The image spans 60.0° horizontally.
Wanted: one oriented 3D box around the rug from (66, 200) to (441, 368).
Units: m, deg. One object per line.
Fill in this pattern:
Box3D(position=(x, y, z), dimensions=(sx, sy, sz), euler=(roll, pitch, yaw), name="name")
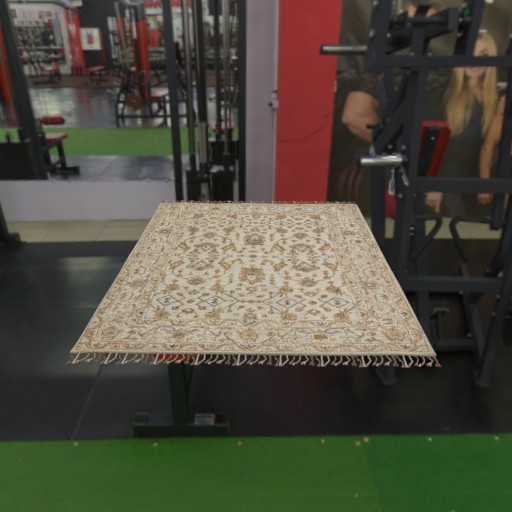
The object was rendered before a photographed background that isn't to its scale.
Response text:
Box3D(position=(0.000, 0.000, 4.184), dimensions=(2.426, 0.034, 3.061), euler=(0, 27, 1), name="rug")
